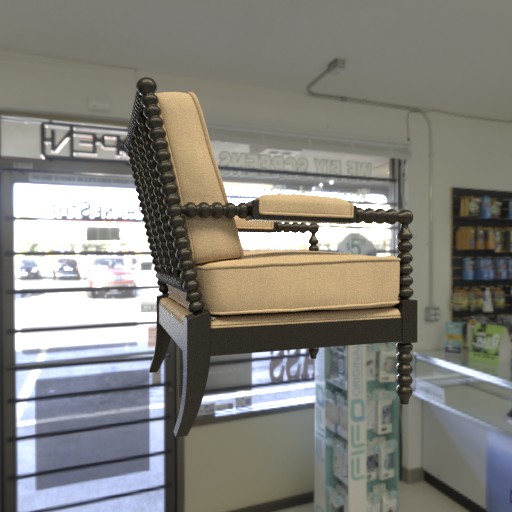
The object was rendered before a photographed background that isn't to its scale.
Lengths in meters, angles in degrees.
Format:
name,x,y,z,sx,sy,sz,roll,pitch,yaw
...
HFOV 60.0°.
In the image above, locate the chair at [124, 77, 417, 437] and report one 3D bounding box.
name,x,y,z,sx,sy,sz,roll,pitch,yaw
chair,0.000,0.000,1.193,0.657,0.703,0.555,0,0,-19
